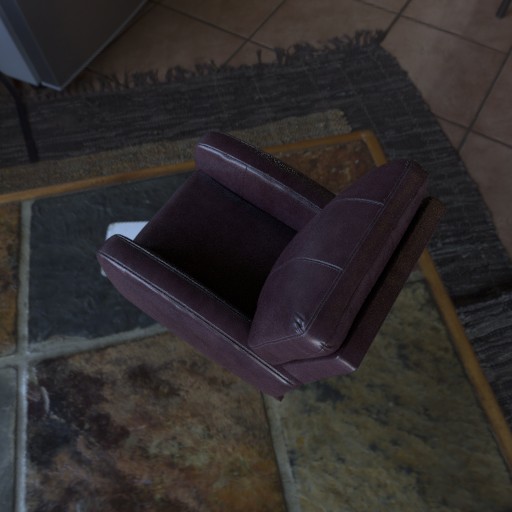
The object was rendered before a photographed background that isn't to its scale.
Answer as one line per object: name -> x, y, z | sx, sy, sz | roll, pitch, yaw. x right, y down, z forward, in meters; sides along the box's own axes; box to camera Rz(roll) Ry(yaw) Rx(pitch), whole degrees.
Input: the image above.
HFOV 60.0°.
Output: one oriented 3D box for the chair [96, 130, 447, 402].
chair -> 0.000, 0.000, 1.691 | 0.990, 0.990, 0.762 | 31, 68, 14
